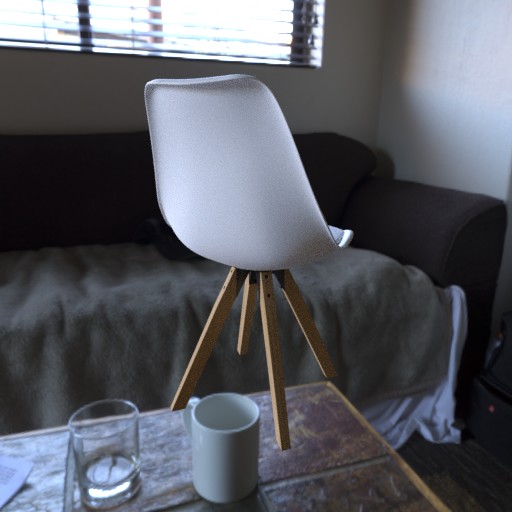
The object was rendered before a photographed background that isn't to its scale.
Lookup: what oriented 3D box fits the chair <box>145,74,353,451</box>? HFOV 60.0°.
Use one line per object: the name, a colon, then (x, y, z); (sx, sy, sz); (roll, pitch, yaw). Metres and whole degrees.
chair: (0.000, 0.000, 1.190); (0.485, 0.849, 0.550); (8, 18, 26)
